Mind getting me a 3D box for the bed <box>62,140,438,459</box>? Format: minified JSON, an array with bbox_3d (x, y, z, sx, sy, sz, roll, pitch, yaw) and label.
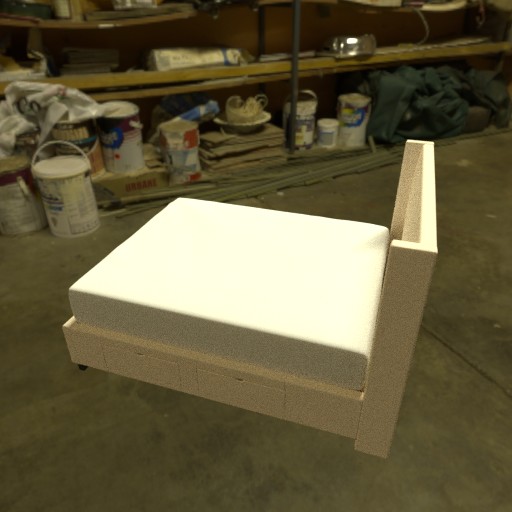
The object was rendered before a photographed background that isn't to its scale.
[{"bbox_3d":[0.000,0.000,3.350,2.280,1.471,1.765,10,32,16],"label":"bed"}]
